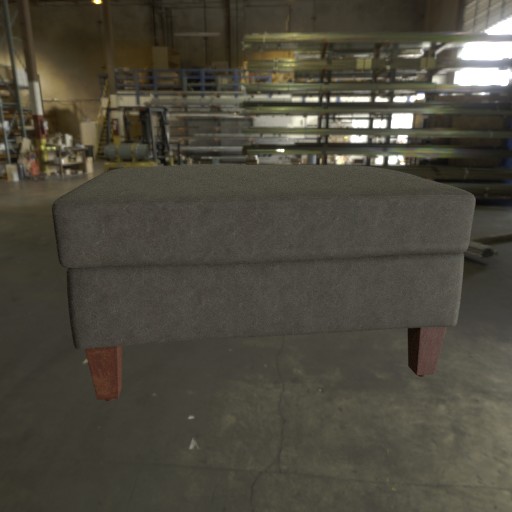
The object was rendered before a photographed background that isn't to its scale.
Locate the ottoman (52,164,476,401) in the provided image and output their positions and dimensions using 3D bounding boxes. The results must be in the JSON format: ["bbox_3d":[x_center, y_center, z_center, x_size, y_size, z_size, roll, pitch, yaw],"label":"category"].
[{"bbox_3d":[0.000,0.000,1.197,0.839,0.464,0.639,-2,16,-7],"label":"ottoman"}]
